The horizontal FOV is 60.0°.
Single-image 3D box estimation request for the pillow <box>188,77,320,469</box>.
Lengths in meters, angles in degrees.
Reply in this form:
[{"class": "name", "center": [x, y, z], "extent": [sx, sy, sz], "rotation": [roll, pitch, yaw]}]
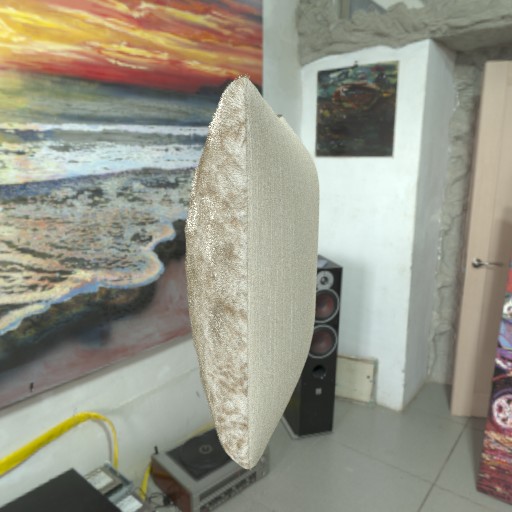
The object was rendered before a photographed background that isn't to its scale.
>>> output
[{"class": "pillow", "center": [0.000, 0.000, 0.788], "extent": [0.216, 0.525, 0.538], "rotation": [2, 13, 9]}]
